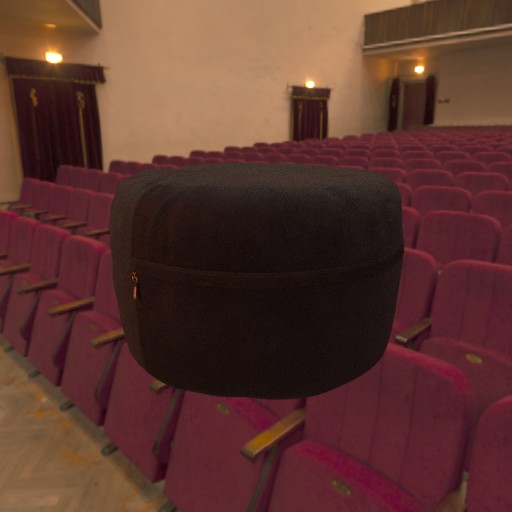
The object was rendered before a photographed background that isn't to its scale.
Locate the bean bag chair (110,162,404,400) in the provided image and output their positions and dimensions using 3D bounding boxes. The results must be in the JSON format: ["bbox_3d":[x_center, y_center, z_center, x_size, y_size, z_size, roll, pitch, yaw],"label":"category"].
[{"bbox_3d":[0.000,0.000,1.947,1.219,0.762,1.219,0,16,0],"label":"bean bag chair"}]
